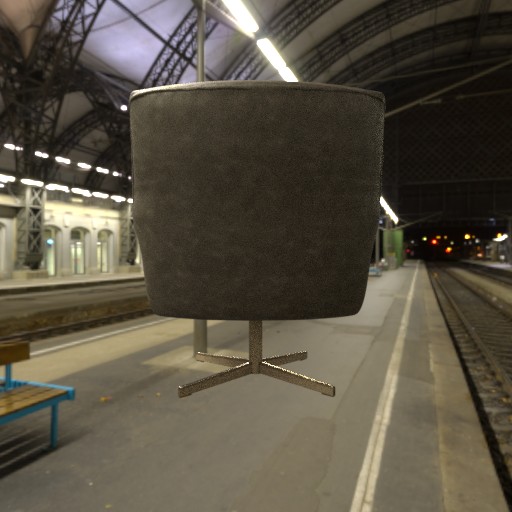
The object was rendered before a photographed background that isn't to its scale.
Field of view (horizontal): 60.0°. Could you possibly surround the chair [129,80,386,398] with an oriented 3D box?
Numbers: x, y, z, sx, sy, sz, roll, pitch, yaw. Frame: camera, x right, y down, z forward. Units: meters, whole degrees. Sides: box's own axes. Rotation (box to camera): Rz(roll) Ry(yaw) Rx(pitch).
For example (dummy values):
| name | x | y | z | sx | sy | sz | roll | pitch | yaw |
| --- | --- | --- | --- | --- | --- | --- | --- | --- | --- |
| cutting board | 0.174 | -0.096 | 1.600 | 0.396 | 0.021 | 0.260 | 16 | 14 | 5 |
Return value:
| name | x | y | z | sx | sy | sz | roll | pitch | yaw |
| --- | --- | --- | --- | --- | --- | --- | --- | --- | --- |
| chair | 0.000 | 0.000 | 1.500 | 0.738 | 0.870 | 0.874 | 0 | 0 | -1 |
